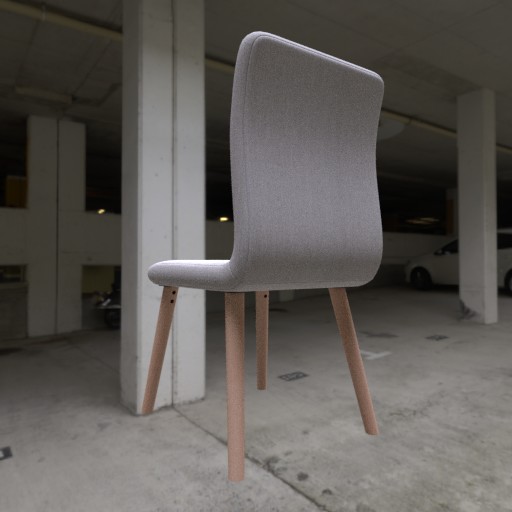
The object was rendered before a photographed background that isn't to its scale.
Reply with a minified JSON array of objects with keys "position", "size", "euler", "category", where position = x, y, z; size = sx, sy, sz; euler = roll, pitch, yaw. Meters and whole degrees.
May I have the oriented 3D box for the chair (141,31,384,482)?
[{"position":[0.000,0.000,1.176],"size":[0.435,0.885,0.550],"euler":[1,-1,-35],"category":"chair"}]
